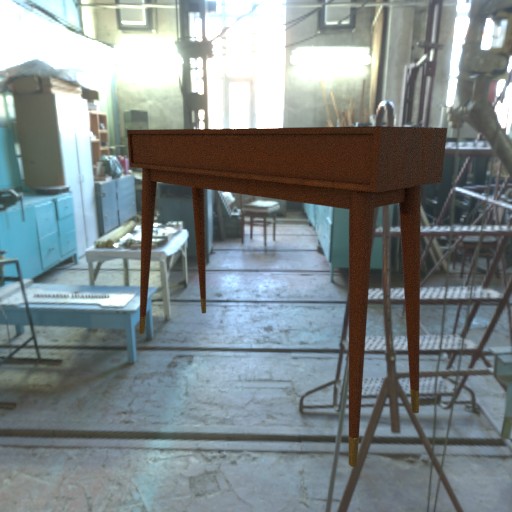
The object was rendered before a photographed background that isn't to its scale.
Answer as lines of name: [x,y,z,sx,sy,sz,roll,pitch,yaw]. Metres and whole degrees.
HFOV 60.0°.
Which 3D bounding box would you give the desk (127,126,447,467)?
desk: [0.000,0.000,1.665,0.384,0.917,1.204,-14,21,-41]
